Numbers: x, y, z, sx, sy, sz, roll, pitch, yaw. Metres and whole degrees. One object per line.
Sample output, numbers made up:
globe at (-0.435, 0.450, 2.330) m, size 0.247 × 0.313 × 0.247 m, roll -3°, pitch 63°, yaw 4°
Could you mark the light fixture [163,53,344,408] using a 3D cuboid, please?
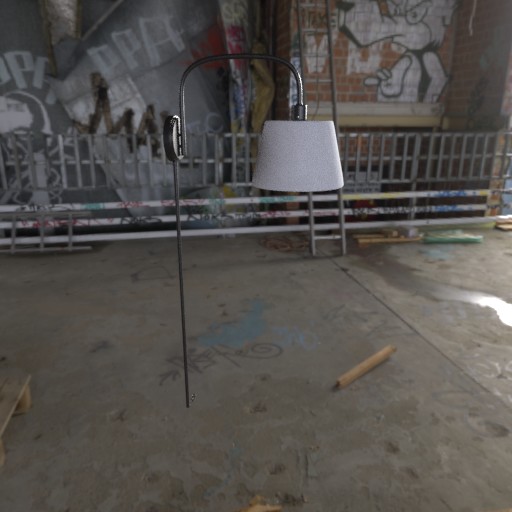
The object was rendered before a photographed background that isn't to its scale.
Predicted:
light fixture at (0.000, 0.000, 0.476) m, size 0.176 × 0.399 × 0.092 m, roll 3°, pitch 17°, yaw 8°
